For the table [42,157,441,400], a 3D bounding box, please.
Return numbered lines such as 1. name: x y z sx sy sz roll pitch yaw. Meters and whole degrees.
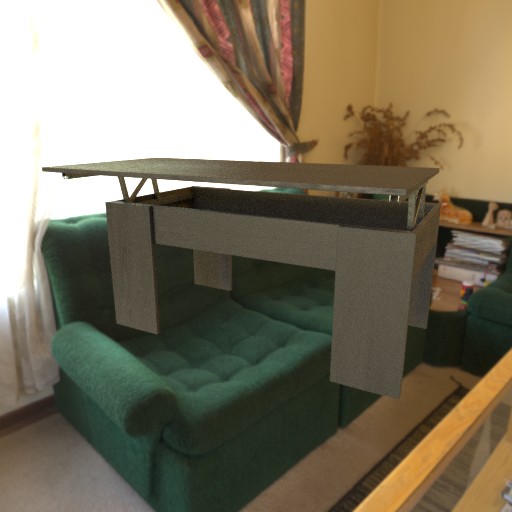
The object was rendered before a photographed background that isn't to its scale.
1. table: 0.000 0.000 1.410 1.000 0.570 0.711 8 18 27
